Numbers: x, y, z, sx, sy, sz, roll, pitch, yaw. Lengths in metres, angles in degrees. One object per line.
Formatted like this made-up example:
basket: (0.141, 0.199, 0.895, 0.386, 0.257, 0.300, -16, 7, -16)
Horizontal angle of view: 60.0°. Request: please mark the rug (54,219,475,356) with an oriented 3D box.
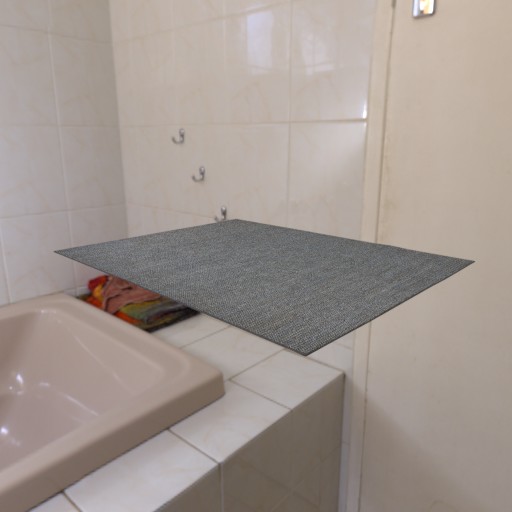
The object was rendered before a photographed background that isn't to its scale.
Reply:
rug: (0.000, 0.000, 4.101, 3.068, 0.021, 2.456, 14, 20, 42)
